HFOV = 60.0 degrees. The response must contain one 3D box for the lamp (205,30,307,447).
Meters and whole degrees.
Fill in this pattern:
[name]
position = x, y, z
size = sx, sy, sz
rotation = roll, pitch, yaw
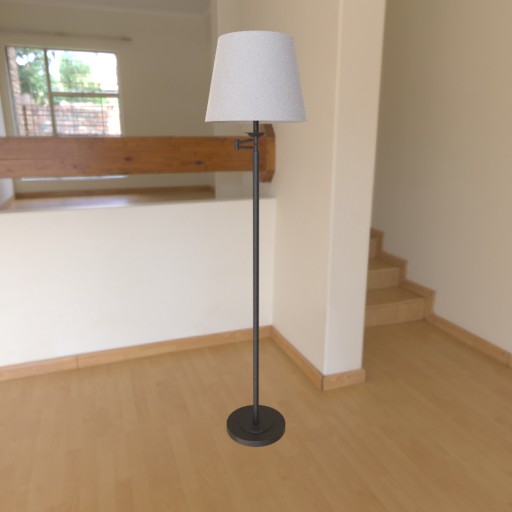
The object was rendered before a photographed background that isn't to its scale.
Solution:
[lamp]
position = 0.000, 0.000, 1.646
size = 0.348, 1.473, 0.348
rotation = 15, 21, 43
